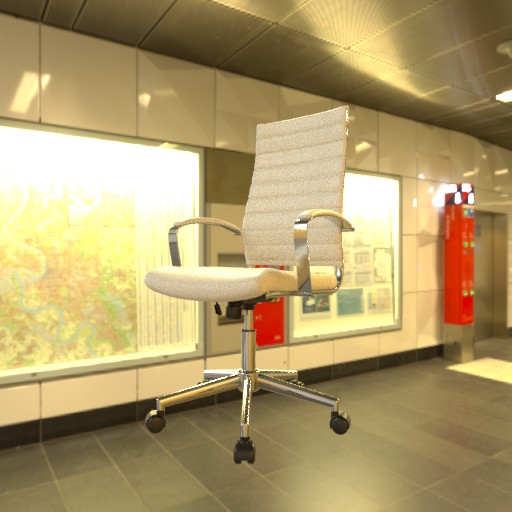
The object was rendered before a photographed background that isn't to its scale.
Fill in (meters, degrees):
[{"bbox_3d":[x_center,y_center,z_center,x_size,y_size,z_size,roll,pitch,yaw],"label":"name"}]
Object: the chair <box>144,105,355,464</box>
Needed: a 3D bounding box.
[{"bbox_3d":[0.000,0.000,1.584,0.679,1.149,0.679,0,0,37],"label":"chair"}]
